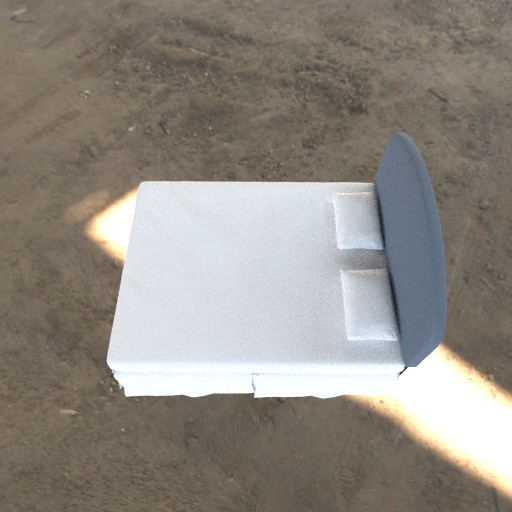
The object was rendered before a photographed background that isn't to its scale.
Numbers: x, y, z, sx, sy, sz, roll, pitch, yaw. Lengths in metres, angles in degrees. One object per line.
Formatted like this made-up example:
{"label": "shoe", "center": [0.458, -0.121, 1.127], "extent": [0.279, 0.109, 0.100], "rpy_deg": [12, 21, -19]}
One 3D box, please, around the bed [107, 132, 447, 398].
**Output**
{"label": "bed", "center": [0.000, 0.000, 3.080], "extent": [2.005, 1.410, 1.607], "rpy_deg": [0, 59, 0]}
